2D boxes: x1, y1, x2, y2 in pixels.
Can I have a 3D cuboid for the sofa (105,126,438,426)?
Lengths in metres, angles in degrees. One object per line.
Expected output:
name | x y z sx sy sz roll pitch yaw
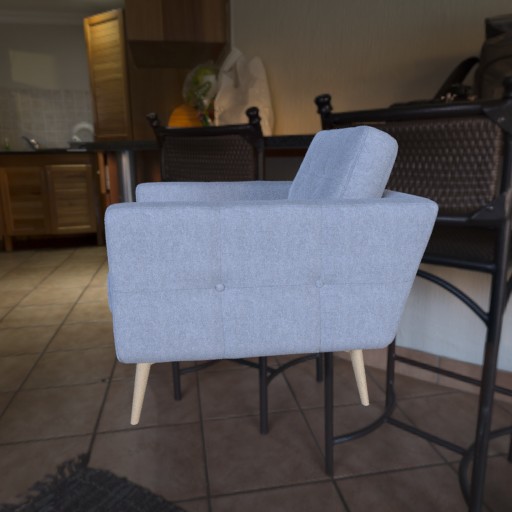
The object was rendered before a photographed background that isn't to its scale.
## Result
sofa | 0.000 0.000 1.548 0.920 0.860 0.770 -2 14 -8
